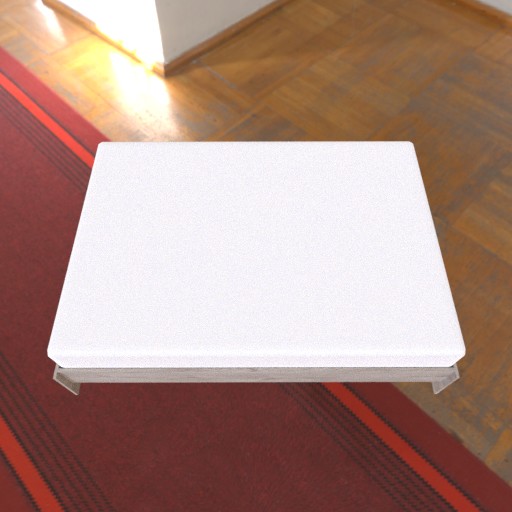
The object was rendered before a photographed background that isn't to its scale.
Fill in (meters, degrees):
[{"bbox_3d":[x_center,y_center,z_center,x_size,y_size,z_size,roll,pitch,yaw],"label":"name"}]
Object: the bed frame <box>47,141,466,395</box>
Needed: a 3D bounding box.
[{"bbox_3d":[0.000,0.000,2.551,1.945,0.497,1.445,0,59,0],"label":"bed frame"}]
